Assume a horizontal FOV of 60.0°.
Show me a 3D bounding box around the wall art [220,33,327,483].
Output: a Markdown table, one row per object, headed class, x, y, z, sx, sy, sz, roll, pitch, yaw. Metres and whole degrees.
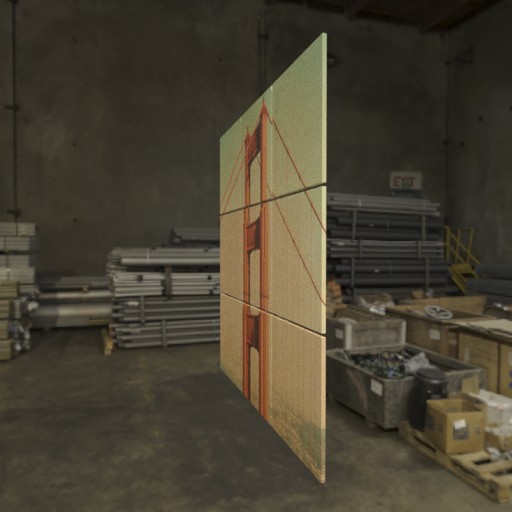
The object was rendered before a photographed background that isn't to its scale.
| class | x | y | z | sx | sy | sz | roll | pitch | yaw |
| --- | --- | --- | --- | --- | --- | --- | --- | --- | --- |
| wall art | 0.000 | 0.000 | 1.779 | 0.013 | 1.219 | 1.214 | 0 | 1 | -18 |
